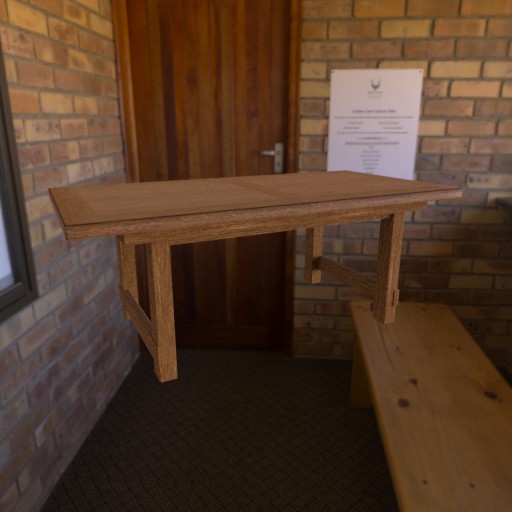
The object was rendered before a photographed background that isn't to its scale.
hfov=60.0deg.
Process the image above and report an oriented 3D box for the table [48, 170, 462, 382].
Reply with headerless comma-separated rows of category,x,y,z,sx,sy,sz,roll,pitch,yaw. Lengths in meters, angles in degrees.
table,0.000,0.000,2.481,1.982,0.762,1.000,-8,19,-26
